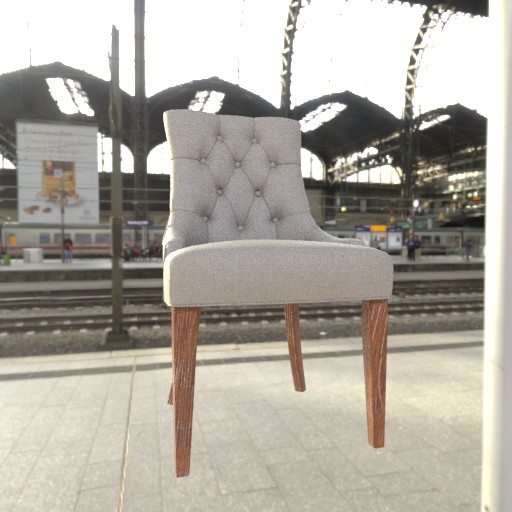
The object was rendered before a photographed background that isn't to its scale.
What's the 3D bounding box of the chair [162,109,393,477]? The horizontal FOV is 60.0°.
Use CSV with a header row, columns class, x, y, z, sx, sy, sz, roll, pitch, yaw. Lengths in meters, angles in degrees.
class,x,y,z,sx,sy,sz,roll,pitch,yaw
chair,0.000,0.000,1.175,0.509,0.874,0.565,0,2,-16
